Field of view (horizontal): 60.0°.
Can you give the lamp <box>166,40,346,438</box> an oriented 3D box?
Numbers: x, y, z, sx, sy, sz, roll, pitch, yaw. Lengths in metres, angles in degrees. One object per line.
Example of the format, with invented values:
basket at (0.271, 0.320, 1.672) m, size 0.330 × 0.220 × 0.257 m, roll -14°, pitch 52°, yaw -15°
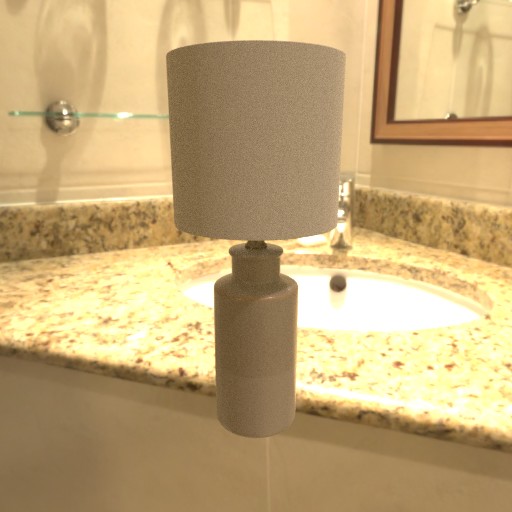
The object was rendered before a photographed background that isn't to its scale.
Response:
lamp at (0.000, 0.000, 0.597) m, size 0.212 × 0.493 × 0.212 m, roll 7°, pitch 17°, yaw 25°
